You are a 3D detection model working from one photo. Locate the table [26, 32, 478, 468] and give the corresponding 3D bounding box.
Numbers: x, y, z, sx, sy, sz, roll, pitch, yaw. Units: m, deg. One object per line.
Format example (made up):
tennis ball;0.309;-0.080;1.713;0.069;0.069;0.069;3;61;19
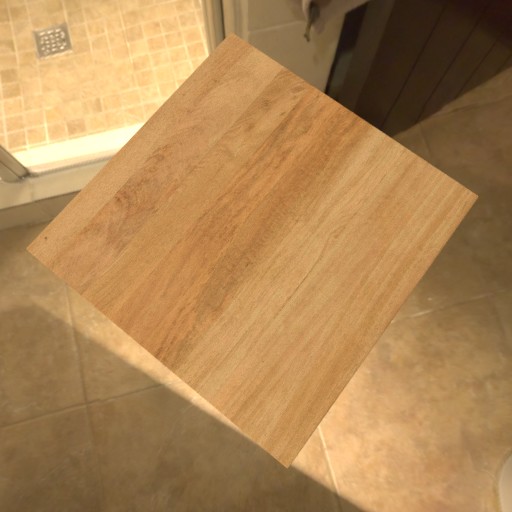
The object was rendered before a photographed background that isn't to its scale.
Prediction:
table;0.000;0.000;1.062;0.599;0.500;0.599;37;78;9
